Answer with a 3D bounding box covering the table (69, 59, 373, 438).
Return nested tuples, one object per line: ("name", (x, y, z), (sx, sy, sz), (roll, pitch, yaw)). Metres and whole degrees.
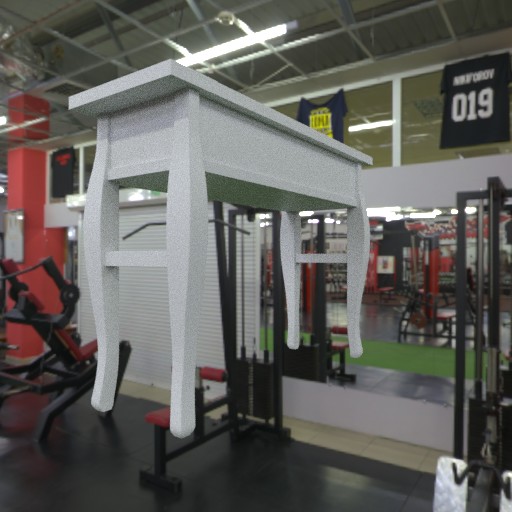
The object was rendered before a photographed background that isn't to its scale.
("table", (0.000, 0.000, 1.400), (0.373, 0.768, 1.062), (0, 0, 36))
